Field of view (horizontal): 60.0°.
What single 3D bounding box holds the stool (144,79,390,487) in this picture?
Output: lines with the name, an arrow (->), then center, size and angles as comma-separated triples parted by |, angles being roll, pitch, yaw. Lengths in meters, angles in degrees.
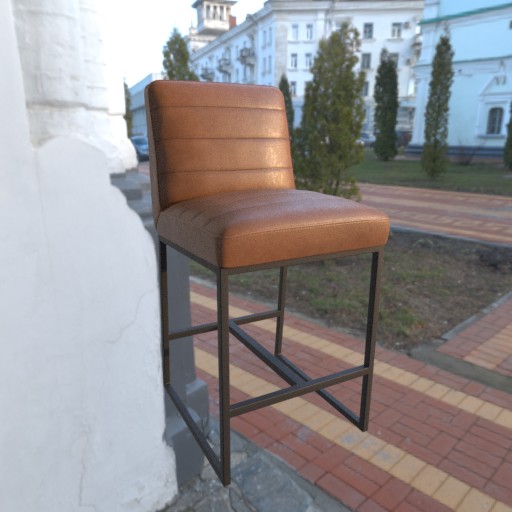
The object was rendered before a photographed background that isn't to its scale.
stool -> 0.000, 0.000, 1.224 | 0.458, 0.940, 0.556 | -8, 17, -27
